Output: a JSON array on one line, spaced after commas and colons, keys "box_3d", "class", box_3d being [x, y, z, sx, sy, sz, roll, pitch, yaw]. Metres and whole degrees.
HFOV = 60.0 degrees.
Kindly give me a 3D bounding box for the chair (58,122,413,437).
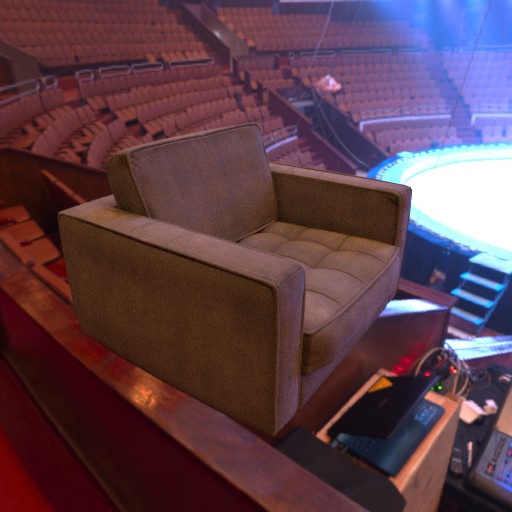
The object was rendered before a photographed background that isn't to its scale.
[{"box_3d": [0.000, 0.000, 1.498, 0.843, 0.773, 0.928, 17, 30, 32], "class": "chair"}]
